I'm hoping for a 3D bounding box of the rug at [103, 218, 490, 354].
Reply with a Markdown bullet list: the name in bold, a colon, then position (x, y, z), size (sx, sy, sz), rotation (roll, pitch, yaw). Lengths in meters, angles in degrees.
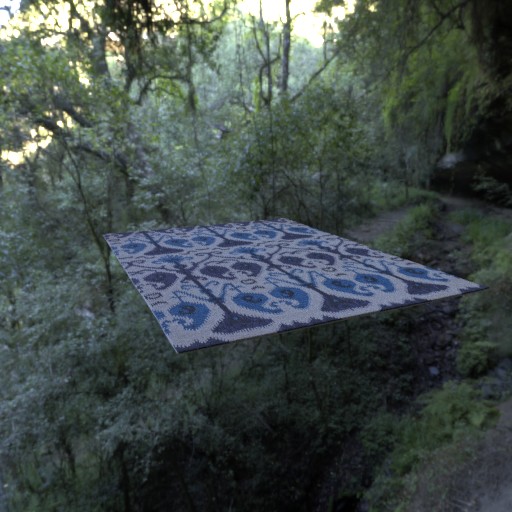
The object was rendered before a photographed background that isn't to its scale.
- **rug**: position (0.000, 0.000, 4.276), size (2.443, 0.024, 3.228), rotation (-7, 17, -24)
